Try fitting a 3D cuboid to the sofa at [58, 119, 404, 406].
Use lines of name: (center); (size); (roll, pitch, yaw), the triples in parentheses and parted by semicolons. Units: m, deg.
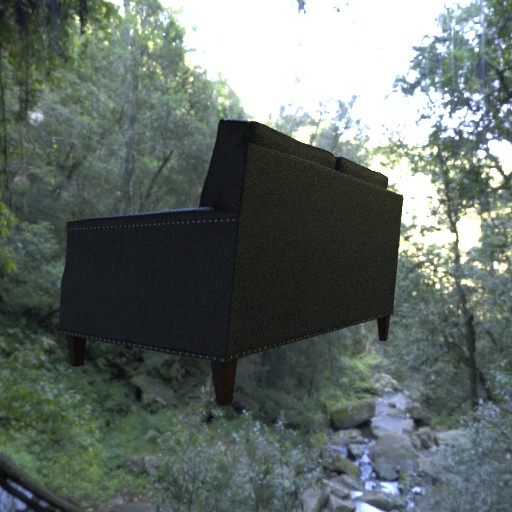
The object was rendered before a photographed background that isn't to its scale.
sofa: (0.000, 0.000, 2.315); (1.084, 1.003, 1.597); (0, 0, 37)
